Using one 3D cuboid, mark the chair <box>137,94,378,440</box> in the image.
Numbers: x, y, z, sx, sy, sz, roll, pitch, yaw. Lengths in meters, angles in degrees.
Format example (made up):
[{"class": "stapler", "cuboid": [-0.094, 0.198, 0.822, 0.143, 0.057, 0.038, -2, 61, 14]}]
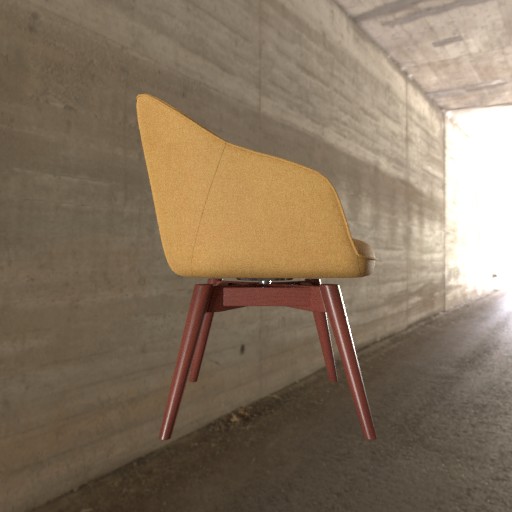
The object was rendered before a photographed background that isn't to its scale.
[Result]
[{"class": "chair", "cuboid": [0.000, 0.000, 1.233, 0.635, 0.823, 0.596, 0, 0, 0]}]
